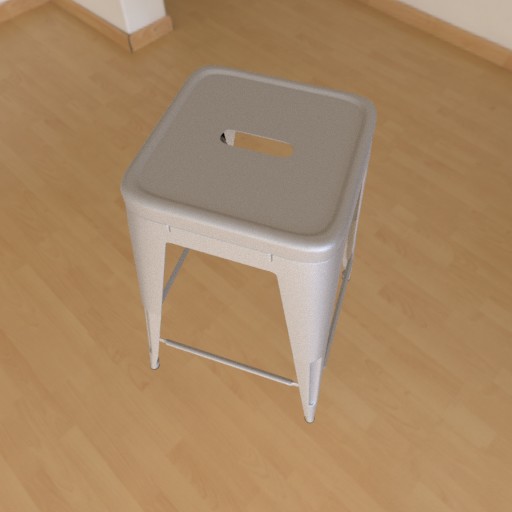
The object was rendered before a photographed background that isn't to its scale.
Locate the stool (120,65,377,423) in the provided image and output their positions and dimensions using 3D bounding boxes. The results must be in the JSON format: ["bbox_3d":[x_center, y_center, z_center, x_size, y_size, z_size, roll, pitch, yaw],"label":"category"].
[{"bbox_3d":[0.000,0.000,0.885,0.410,0.608,0.410,16,59,10],"label":"stool"}]
